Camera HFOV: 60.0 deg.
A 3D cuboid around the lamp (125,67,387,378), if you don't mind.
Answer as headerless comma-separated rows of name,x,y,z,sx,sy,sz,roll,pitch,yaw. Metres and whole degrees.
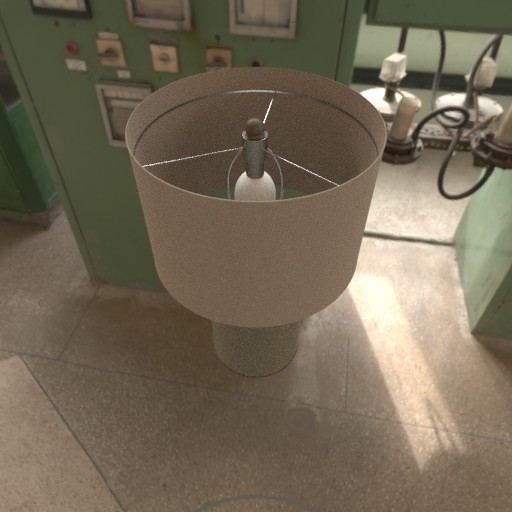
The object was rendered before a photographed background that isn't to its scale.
lamp,0.000,0.000,0.722,0.318,0.486,0.318,0,46,0
